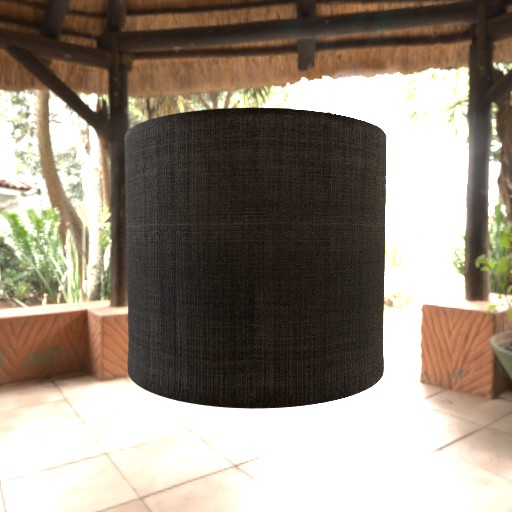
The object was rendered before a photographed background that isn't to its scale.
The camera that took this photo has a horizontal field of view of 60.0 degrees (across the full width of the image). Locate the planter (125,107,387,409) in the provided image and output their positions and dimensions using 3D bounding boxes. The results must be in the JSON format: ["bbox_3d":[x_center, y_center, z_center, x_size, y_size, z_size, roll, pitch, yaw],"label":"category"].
[{"bbox_3d":[0.000,0.000,0.316,0.178,0.157,0.178,0,2,0],"label":"planter"}]
